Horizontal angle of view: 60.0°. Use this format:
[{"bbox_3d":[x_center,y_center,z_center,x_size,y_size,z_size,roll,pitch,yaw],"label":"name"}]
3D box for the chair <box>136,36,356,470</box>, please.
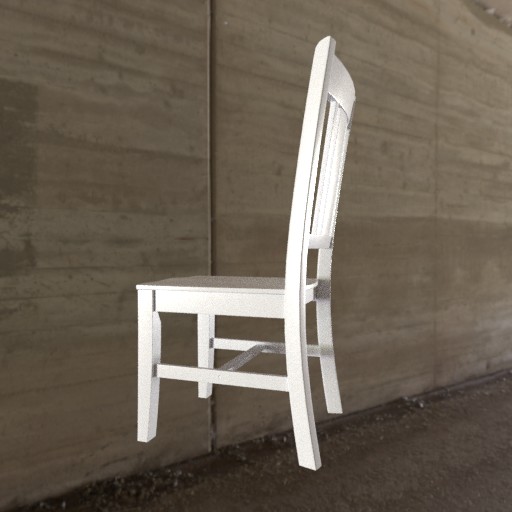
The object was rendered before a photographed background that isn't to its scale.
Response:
[{"bbox_3d":[0.000,0.000,1.294,0.555,0.998,0.450,0,1,19],"label":"chair"}]
